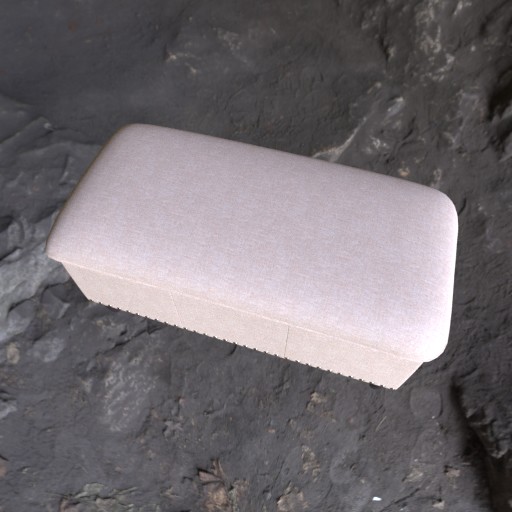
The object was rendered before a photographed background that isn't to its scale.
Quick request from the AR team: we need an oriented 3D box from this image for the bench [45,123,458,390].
[{"bbox_3d":[0.000,0.000,1.258,0.991,0.483,0.483,15,59,9],"label":"bench"}]
